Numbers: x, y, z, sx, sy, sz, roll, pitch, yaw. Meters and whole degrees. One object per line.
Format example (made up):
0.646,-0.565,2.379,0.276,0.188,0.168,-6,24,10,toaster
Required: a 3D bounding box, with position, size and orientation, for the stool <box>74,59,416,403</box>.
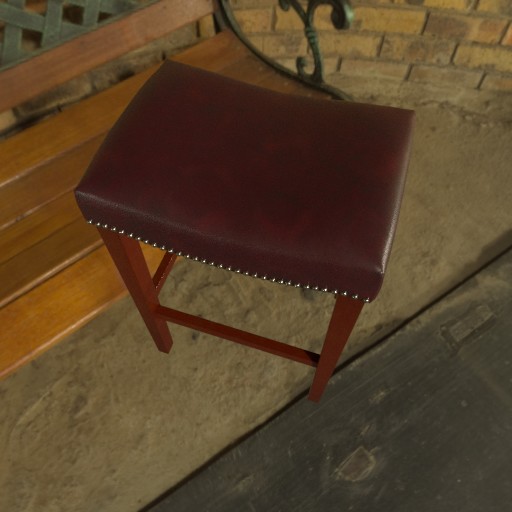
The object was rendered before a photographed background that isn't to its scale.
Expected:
0.000,0.000,1.035,0.504,0.742,0.372,16,59,9,stool
